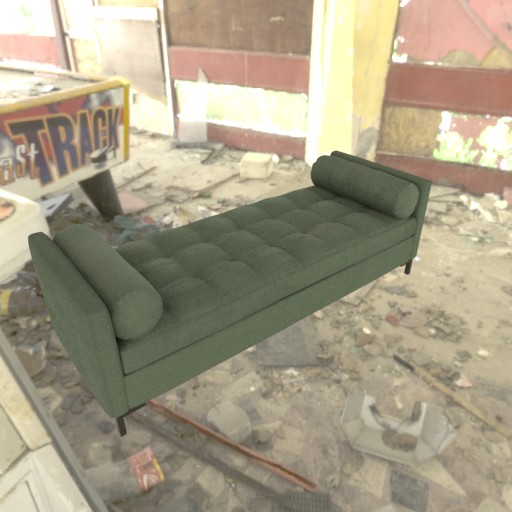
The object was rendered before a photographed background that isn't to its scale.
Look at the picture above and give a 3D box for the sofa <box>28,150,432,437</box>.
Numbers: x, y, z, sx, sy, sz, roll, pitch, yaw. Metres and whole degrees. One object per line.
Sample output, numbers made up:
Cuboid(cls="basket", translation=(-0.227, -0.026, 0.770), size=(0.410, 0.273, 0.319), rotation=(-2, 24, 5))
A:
Cuboid(cls="sofa", translation=(0.000, 0.000, 2.502), size=(2.130, 0.681, 0.817), rotation=(-22, 37, -32))
